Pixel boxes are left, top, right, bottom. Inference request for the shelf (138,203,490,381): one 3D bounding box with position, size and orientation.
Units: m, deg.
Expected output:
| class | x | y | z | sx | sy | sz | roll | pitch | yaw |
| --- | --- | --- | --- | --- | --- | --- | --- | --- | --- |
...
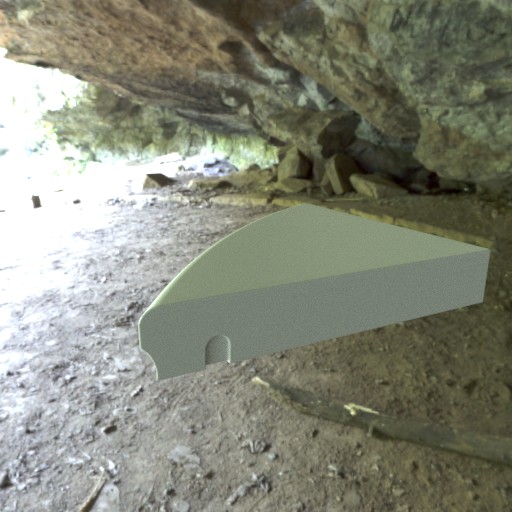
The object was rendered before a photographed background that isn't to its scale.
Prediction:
| class | x | y | z | sx | sy | sz | roll | pitch | yaw |
| --- | --- | --- | --- | --- | --- | --- | --- | --- | --- |
| shelf | 0.000 | 0.000 | 0.463 | 0.310 | 0.050 | 0.310 | -8 | 17 | -26 |
